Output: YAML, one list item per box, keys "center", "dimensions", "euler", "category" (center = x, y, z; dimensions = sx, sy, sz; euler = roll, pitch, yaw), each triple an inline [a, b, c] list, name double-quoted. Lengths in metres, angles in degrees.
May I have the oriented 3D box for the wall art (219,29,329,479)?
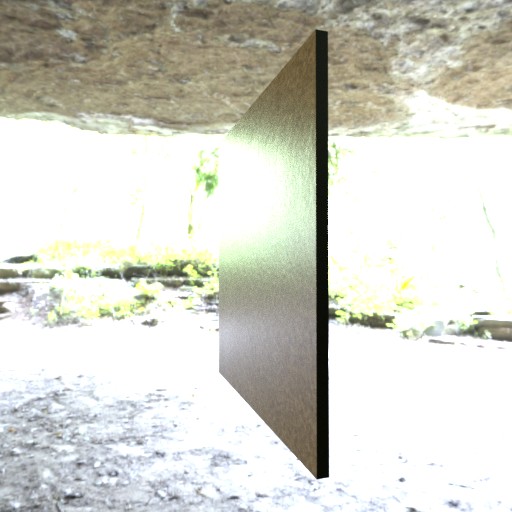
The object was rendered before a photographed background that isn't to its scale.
- center: [0.000, 0.000, 0.652]
  dimensions: [0.014, 0.445, 0.446]
  euler: [0, -1, -17]
  category: "wall art"
